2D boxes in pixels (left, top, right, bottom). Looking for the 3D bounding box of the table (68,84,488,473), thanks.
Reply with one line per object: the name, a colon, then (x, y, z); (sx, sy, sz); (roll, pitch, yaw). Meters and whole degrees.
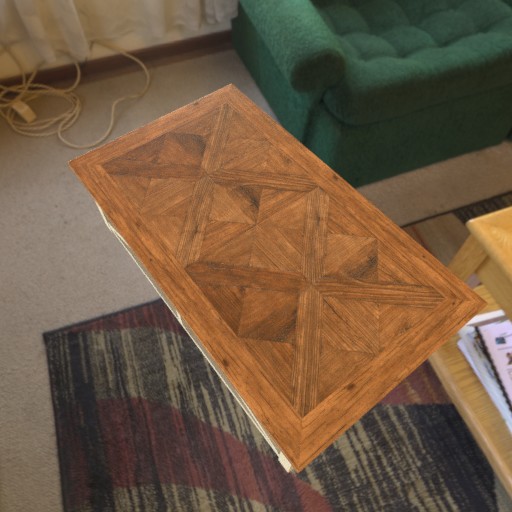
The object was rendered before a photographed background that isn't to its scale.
table: (0.000, 0.000, 1.756); (0.800, 0.410, 1.400); (-33, 63, -19)
